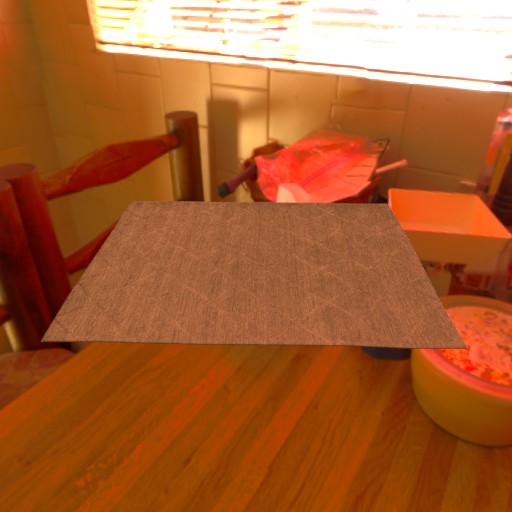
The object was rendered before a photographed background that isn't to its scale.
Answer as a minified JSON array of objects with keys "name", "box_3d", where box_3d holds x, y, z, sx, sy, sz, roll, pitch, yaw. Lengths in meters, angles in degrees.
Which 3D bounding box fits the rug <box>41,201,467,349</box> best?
[{"name":"rug","box_3d":[0.000,0.000,4.167,3.048,0.013,2.438,1,31,1]}]
